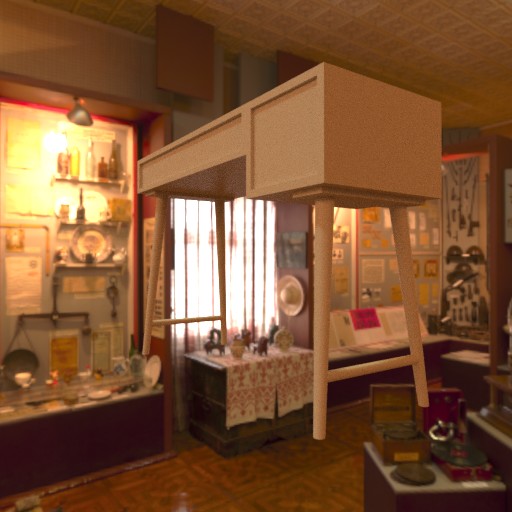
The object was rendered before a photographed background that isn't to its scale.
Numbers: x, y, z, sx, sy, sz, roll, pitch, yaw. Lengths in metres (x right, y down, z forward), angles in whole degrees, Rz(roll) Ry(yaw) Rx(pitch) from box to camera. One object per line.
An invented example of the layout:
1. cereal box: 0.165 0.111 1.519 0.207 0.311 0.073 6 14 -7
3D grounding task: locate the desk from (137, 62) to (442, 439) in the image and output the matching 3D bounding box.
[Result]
1. desk: 0.000 0.000 1.434 0.409 0.761 1.069 0 -1 -35
